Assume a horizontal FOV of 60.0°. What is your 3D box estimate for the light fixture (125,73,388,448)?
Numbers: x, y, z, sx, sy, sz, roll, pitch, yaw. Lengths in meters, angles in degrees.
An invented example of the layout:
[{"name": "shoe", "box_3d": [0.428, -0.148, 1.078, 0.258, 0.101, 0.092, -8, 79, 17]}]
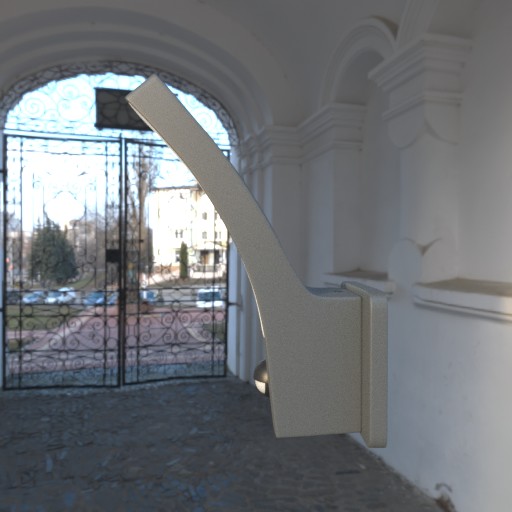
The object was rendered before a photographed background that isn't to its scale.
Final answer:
[{"name": "light fixture", "box_3d": [0.000, 0.000, 0.328, 0.174, 0.243, 0.108, 0, 1, 1]}]
